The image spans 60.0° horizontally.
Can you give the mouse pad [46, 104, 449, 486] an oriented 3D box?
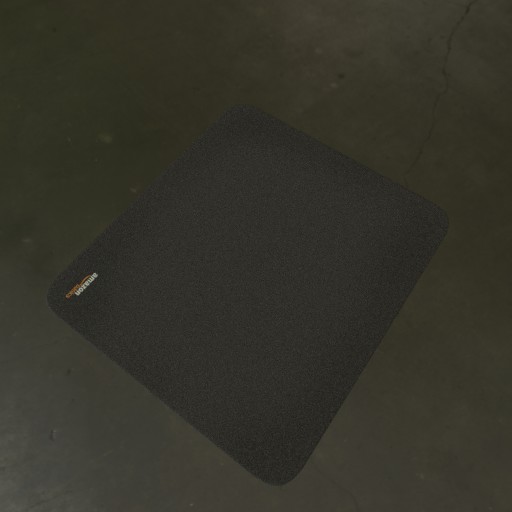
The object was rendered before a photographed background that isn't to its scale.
[{"bbox_3d":[0.000,0.000,0.315,0.203,0.003,0.229,33,68,15],"label":"mouse pad"}]
